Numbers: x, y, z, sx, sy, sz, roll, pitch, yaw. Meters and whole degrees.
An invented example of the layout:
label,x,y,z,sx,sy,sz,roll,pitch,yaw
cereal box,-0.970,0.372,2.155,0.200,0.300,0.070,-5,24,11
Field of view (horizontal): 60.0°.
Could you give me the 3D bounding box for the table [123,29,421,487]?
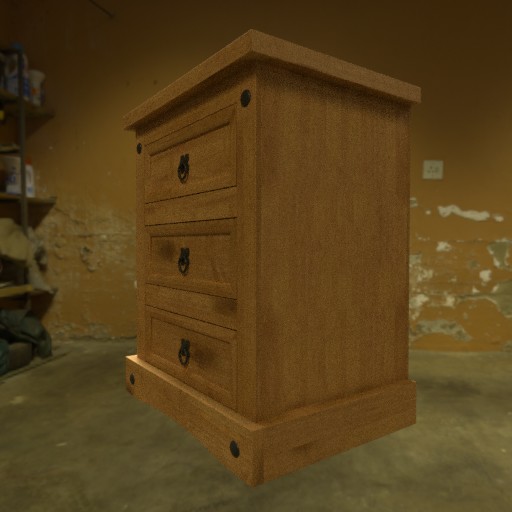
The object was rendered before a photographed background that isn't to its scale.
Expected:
label,x,y,z,sx,sy,sz,roll,pitch,yaw
table,0.000,0.000,1.194,0.500,0.813,0.660,-1,2,-36
